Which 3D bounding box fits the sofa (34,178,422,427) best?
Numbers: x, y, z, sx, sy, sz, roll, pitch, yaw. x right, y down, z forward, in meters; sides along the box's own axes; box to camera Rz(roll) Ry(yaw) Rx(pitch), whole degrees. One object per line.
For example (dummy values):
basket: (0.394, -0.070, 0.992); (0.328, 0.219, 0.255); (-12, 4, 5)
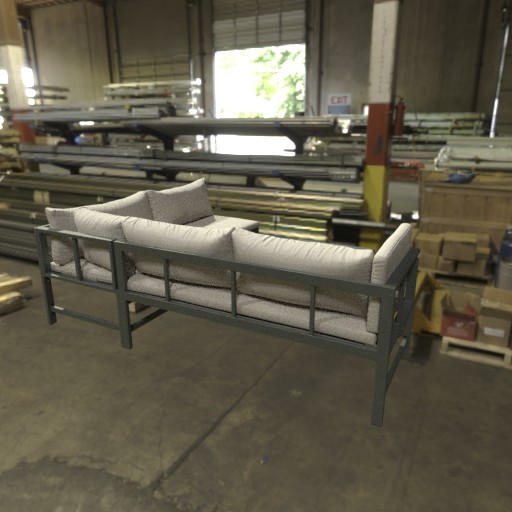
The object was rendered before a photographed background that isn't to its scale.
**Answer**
sofa: (0.000, 0.000, 2.923); (2.096, 0.758, 1.658); (9, 19, 27)
